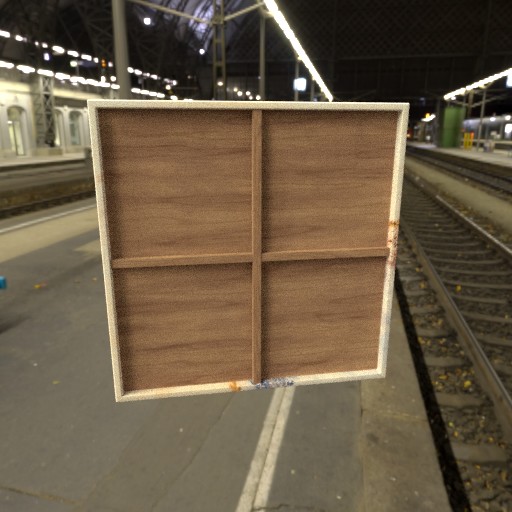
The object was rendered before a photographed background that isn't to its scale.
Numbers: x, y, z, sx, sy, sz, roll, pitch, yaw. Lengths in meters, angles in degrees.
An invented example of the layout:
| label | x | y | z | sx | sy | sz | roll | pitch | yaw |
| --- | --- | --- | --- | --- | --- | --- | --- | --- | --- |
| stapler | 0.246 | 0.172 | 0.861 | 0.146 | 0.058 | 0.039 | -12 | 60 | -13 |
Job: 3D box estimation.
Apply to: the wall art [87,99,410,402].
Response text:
| label | x | y | z | sx | sy | sz | roll | pitch | yaw |
| --- | --- | --- | --- | --- | --- | --- | --- | --- | --- |
| wall art | 0.000 | 0.000 | 1.615 | 1.061 | 1.061 | 0.071 | -3 | 16 | -9 |
